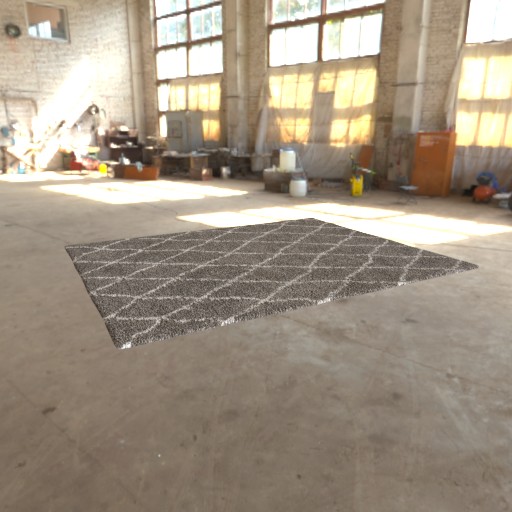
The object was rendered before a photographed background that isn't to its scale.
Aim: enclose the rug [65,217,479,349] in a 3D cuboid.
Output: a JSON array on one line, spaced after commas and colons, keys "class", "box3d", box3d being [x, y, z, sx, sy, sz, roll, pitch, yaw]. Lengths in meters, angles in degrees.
[{"class": "rug", "box3d": [0.000, 0.000, 4.117, 3.047, 0.029, 2.438, -9, 18, -28]}]
